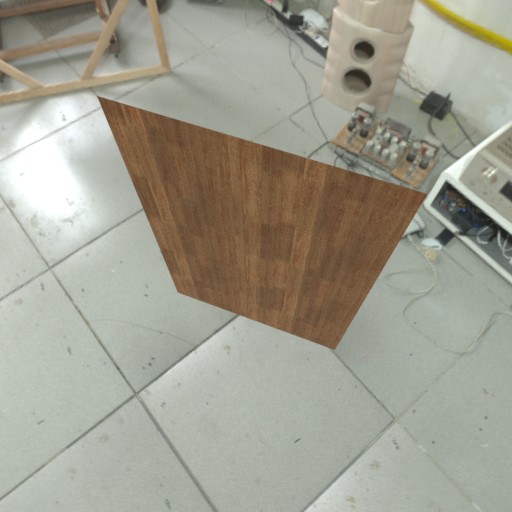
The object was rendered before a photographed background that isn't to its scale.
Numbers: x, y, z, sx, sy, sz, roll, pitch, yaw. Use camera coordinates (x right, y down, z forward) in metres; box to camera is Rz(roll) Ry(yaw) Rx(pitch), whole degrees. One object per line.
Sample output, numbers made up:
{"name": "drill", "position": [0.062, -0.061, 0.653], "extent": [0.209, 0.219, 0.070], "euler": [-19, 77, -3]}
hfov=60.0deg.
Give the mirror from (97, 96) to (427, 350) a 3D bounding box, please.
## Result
{"name": "mirror", "position": [0.000, 0.000, 1.276], "extent": [0.651, 1.010, 0.047], "euler": [19, 64, 9]}
